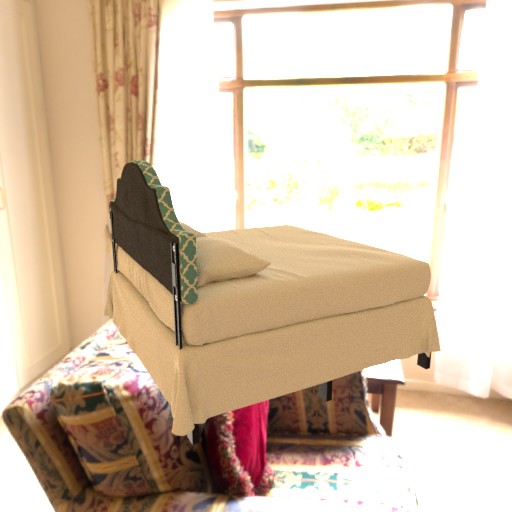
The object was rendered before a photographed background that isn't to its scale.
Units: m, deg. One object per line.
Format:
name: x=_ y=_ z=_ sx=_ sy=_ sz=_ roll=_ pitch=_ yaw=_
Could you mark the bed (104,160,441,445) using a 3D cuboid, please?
bed: x=0.000 y=0.000 z=3.725 sx=2.222 sy=1.601 sz=2.314 roll=-7 pitch=15 yaw=-27
